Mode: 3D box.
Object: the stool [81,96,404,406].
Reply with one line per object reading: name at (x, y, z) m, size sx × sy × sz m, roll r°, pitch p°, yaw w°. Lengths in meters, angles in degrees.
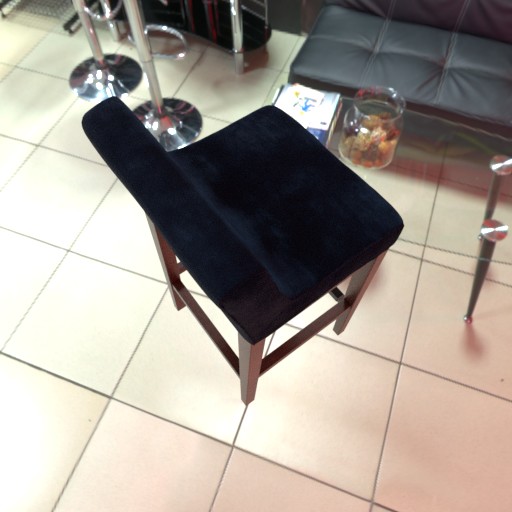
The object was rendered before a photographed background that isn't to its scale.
stool at (0.000, 0.000, 1.235) m, size 0.516 × 0.945 × 0.511 m, roll -33°, pitch 65°, yaw -18°
